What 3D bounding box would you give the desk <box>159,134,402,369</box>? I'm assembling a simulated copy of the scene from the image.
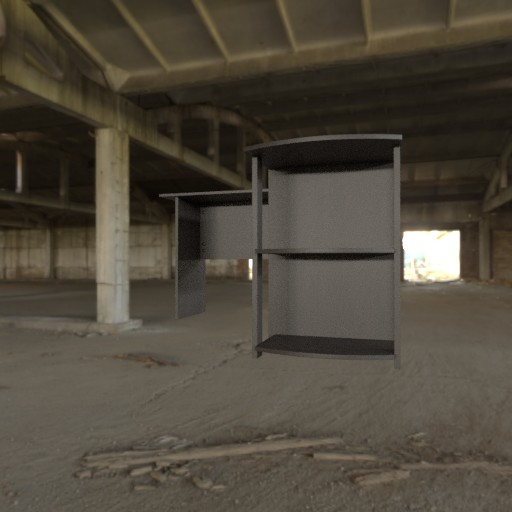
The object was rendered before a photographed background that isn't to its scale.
[{"bbox_3d":[0.000,0.000,2.103,1.303,0.716,1.361,0,0,18],"label":"desk"}]
